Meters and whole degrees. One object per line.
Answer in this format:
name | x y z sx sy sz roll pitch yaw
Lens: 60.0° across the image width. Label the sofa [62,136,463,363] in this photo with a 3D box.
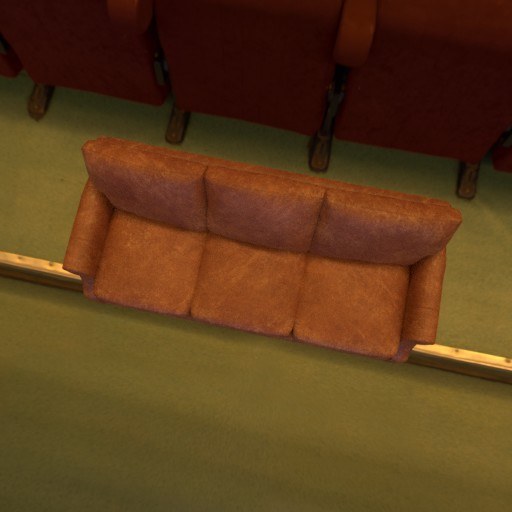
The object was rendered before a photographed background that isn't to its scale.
sofa | 0.000 0.000 2.875 2.351 0.977 0.973 11 77 3
